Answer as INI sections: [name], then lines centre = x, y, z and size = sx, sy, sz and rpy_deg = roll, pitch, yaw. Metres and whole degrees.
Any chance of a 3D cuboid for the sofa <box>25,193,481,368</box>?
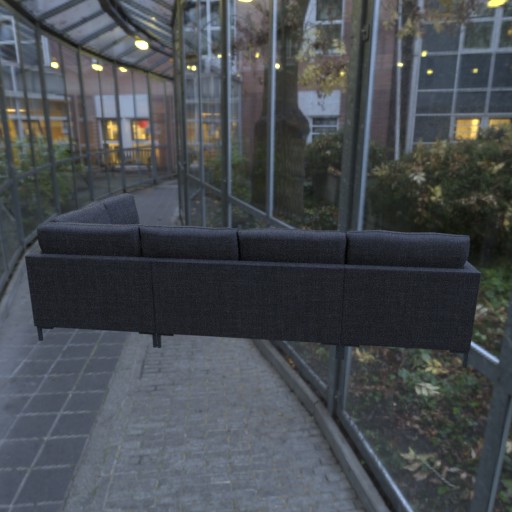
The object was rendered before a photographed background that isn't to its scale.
[sofa]
centre = 0.000, 0.000, 4.248
size = 3.423, 0.999, 2.048
rpy_deg = 2, 16, 7
